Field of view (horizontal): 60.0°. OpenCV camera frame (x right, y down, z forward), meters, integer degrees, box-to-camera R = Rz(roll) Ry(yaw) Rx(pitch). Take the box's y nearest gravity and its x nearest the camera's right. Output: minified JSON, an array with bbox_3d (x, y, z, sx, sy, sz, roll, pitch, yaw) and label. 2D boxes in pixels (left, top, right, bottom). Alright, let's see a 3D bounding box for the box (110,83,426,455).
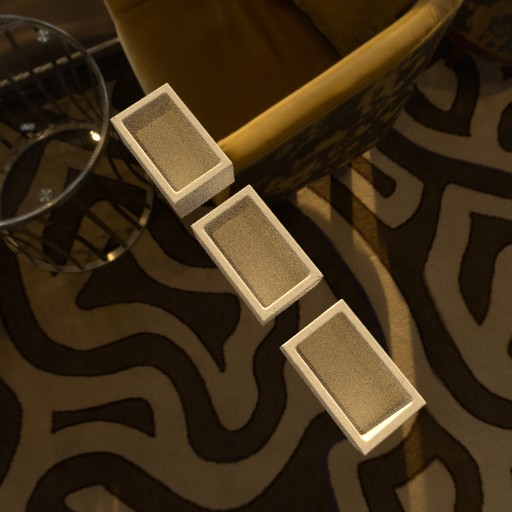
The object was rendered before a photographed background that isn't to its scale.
[{"bbox_3d":[0.000,0.000,0.508,0.082,0.051,0.461,-36,79,-8],"label":"box"}]
